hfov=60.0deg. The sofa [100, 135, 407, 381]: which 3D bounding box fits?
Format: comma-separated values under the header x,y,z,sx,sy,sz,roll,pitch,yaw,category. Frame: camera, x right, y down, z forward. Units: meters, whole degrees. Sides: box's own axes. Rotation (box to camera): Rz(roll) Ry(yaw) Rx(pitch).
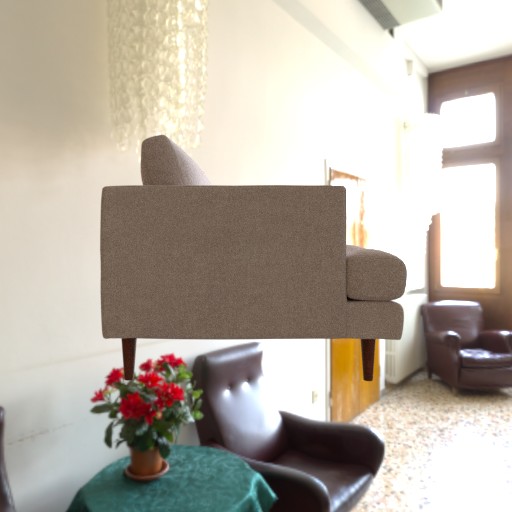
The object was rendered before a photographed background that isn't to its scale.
x,y,z,sx,sy,sz,roll,pitch,yaw,category
0.000,0.000,2.423,1.020,0.868,1.948,0,0,1,sofa
